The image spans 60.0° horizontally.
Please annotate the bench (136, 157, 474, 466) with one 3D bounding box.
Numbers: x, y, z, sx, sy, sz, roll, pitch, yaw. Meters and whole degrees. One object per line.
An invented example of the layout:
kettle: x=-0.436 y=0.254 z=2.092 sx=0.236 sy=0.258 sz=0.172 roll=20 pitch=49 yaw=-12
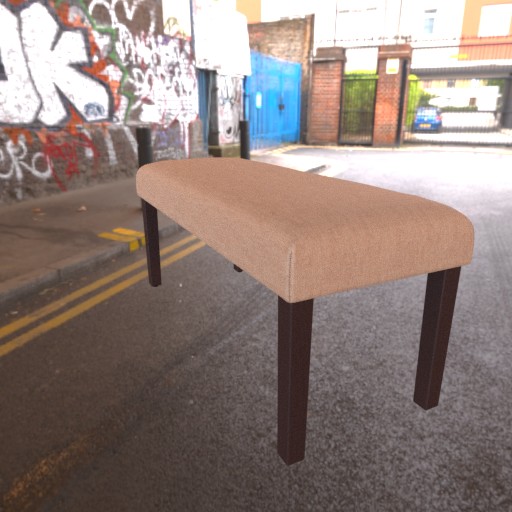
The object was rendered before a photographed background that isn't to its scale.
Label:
bench: x=0.000 y=0.000 z=1.213 sx=0.407 sy=0.456 sz=1.013 roll=-9 pitch=20 yaw=-25
